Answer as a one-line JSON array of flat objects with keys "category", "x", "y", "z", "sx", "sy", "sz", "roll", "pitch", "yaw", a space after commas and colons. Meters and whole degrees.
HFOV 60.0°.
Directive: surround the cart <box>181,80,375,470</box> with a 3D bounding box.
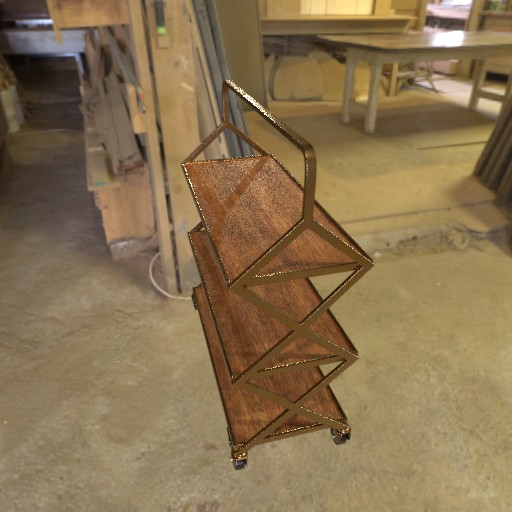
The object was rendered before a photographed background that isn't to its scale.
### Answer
[{"category": "cart", "x": 0.000, "y": 0.000, "z": 1.206, "sx": 0.313, "sy": 0.805, "sz": 0.723, "roll": -8, "pitch": 32, "yaw": -13}]
